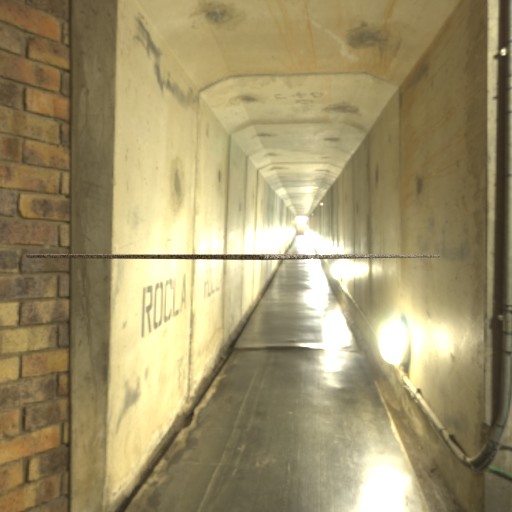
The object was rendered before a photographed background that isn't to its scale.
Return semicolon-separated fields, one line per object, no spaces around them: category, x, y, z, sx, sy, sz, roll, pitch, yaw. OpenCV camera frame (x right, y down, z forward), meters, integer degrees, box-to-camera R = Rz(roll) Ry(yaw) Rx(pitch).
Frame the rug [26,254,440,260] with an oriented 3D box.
rug;0.000;0.000;4.081;2.438;0.029;3.047;0;0;38
